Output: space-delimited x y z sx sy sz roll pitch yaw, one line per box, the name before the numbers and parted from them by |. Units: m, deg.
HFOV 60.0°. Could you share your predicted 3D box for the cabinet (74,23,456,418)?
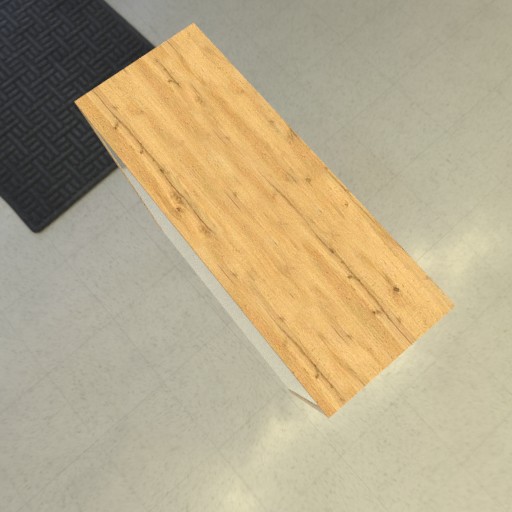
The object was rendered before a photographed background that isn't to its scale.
cabinet | 0.000 0.000 1.945 0.473 1.397 1.168 -38 79 -9
